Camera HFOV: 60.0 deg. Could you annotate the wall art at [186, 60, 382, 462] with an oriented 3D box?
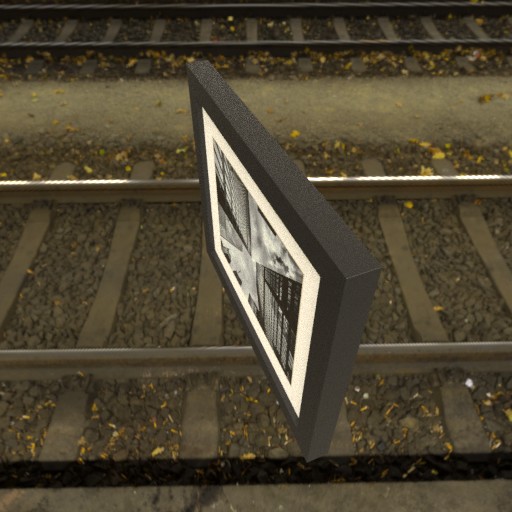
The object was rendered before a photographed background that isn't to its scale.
[{"bbox_3d":[0.000,0.000,0.533,0.028,0.321,0.381,-16,47,-16],"label":"wall art"}]
